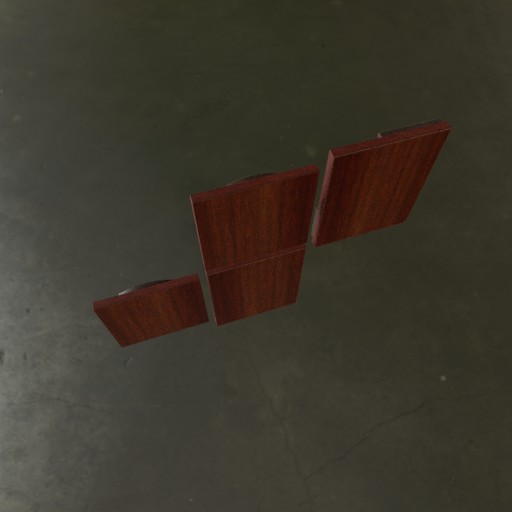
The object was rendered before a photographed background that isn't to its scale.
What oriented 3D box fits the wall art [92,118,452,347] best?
[{"bbox_3d":[0.000,0.000,0.861,0.635,0.497,0.030,-16,60,-9],"label":"wall art"}]
